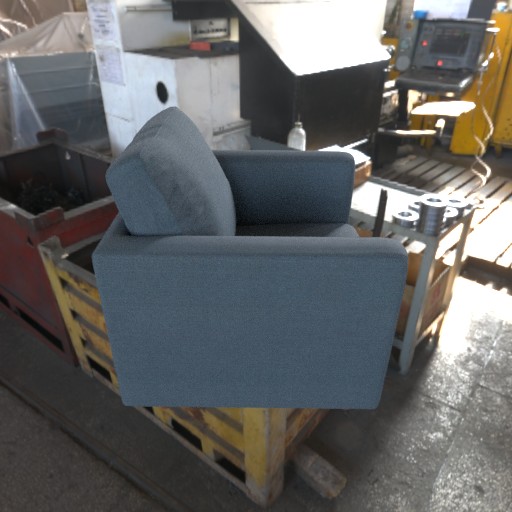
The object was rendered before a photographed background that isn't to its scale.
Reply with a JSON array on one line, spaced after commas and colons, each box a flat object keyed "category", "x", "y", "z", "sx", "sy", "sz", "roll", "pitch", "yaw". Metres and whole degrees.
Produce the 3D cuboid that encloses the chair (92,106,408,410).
[{"category": "chair", "x": 0.000, "y": 0.000, "z": 1.554, "sx": 0.820, "sy": 0.922, "sz": 0.855, "roll": 0, "pitch": 31, "yaw": 0}]
